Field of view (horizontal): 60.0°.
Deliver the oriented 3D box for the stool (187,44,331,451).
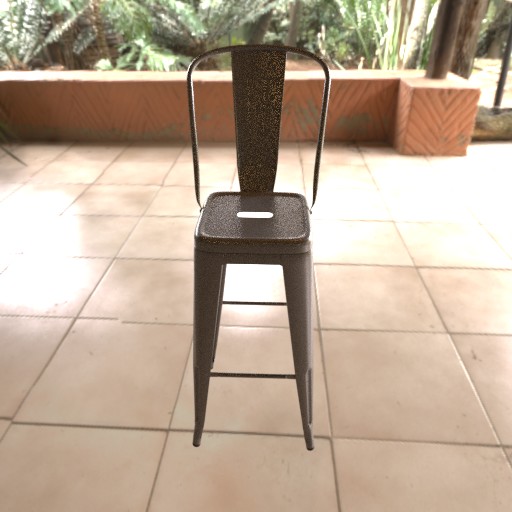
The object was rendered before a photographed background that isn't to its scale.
[{"bbox_3d":[0.000,0.000,1.317,0.399,1.096,0.513,1,31,2],"label":"stool"}]
